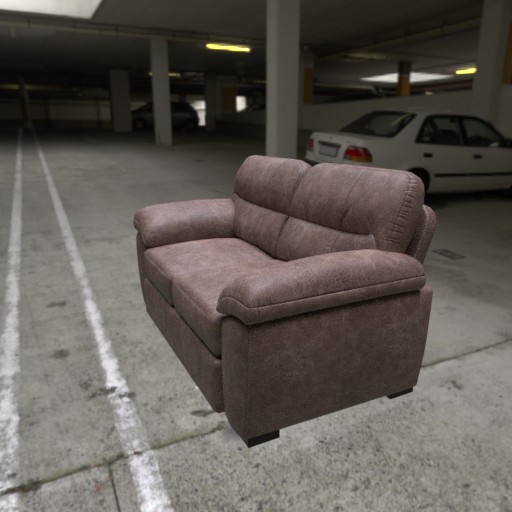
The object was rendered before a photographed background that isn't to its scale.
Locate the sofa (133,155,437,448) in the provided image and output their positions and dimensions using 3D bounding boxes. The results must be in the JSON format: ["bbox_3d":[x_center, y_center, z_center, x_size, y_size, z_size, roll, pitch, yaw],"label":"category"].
[{"bbox_3d":[0.000,0.000,2.409,0.991,0.991,1.753,-8,18,-26],"label":"sofa"}]
